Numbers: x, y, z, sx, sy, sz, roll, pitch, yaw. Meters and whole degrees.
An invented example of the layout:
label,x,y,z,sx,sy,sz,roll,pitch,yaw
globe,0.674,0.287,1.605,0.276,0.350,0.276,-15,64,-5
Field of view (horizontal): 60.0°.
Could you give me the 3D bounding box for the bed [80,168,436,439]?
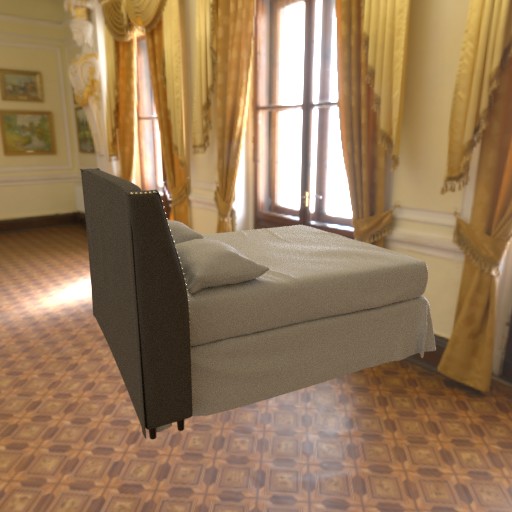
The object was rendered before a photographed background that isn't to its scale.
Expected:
label,x,y,z,sx,sy,sz,roll,pitch,yaw
bed,0.000,0.000,3.450,2.276,1.332,1.925,-7,16,-26
